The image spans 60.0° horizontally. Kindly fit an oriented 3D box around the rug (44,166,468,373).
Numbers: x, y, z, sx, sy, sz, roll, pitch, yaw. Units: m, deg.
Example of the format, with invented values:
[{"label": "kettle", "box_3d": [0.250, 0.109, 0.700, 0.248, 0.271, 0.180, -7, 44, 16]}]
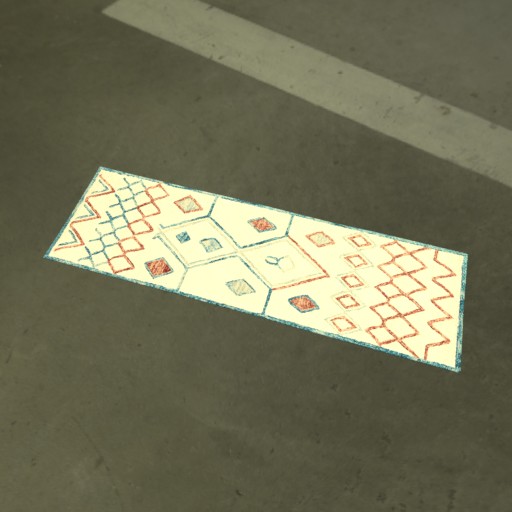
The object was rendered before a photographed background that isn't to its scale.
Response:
[{"label": "rug", "box_3d": [0.000, 0.000, 2.659, 2.435, 0.011, 0.750, 14, 61, 8]}]
